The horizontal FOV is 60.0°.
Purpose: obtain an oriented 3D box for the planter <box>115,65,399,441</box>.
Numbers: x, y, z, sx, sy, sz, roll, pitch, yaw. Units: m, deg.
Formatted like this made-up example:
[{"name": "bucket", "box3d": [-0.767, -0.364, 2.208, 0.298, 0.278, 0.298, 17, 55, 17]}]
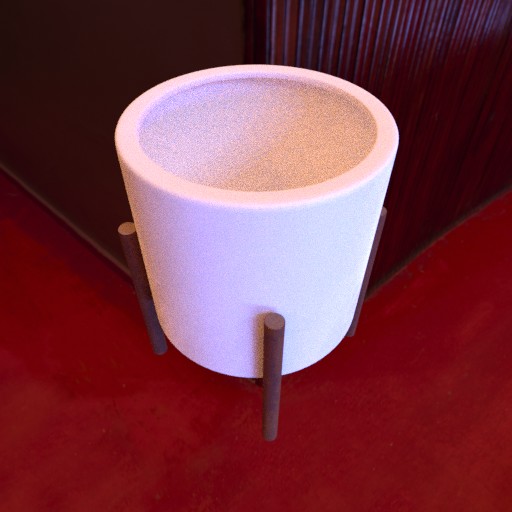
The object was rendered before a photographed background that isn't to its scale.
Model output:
[{"name": "planter", "box3d": [0.000, 0.000, 0.872, 0.420, 0.581, 0.421, 32, 53, 28]}]
